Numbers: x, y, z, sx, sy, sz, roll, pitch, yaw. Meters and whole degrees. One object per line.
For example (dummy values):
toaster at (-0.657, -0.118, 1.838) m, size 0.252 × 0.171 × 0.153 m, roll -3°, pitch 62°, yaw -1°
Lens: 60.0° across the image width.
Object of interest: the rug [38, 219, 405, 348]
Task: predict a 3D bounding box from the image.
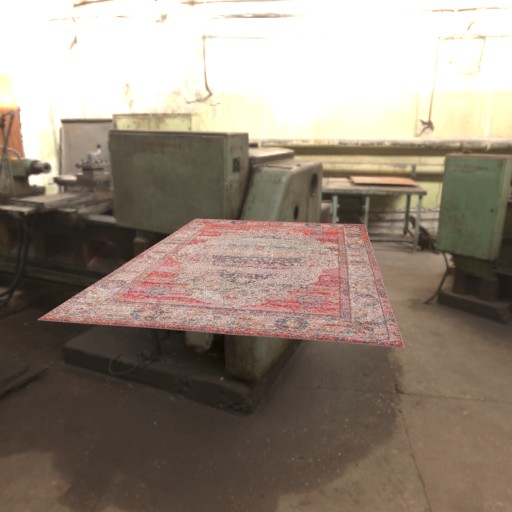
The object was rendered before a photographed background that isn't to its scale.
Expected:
rug at (0.000, 0.000, 2.295) m, size 1.219 × 0.006 × 1.829 m, roll 3°, pitch 16°, yaw 9°
